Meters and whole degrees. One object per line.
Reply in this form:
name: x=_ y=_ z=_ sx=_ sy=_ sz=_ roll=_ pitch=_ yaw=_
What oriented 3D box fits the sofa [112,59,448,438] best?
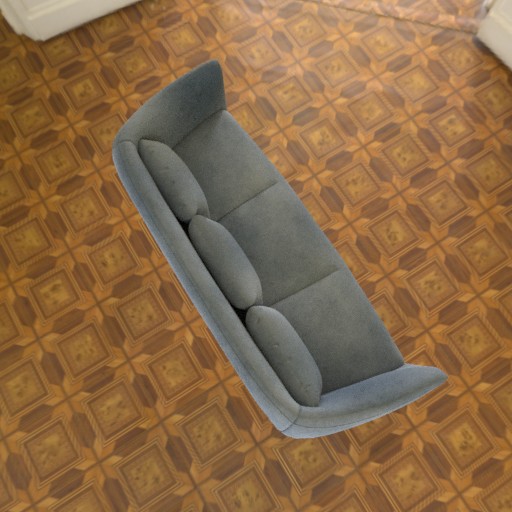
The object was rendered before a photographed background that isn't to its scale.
sofa: x=0.000 y=0.000 z=2.498 sx=0.849 sy=0.795 sz=2.095 roll=-32 pitch=77 yaw=-8
